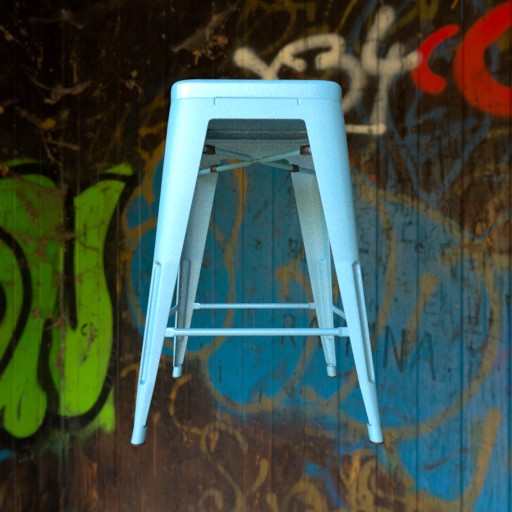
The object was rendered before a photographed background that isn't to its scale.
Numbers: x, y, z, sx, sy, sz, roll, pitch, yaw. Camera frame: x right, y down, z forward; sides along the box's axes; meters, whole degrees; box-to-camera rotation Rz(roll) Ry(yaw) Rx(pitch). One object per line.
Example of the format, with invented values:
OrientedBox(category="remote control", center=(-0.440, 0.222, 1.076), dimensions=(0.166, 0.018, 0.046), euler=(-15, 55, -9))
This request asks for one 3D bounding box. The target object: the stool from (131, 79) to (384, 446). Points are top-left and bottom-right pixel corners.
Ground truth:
OrientedBox(category="stool", center=(0.000, 0.000, 0.911), dimensions=(0.410, 0.608, 0.410), euler=(0, 0, -1))
